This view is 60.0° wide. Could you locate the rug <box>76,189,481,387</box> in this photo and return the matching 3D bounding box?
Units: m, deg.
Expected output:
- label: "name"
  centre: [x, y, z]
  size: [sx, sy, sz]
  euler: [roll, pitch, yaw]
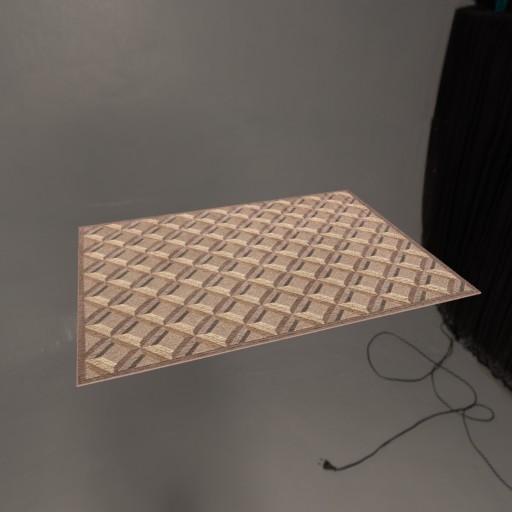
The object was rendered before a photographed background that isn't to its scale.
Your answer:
- label: "rug"
  centre: [0.000, 0.000, 4.327]
  size: [3.294, 0.018, 2.382]
  euler: [-10, 33, -16]
